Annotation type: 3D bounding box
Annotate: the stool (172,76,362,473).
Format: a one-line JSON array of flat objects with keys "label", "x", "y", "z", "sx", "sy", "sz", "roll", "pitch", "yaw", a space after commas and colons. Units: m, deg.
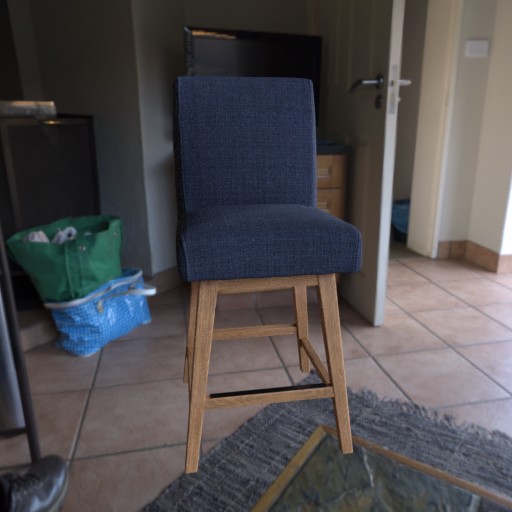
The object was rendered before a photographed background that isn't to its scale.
[{"label": "stool", "x": 0.000, "y": 0.000, "z": 1.285, "sx": 0.459, "sy": 1.010, "sz": 0.526, "roll": -3, "pitch": 17, "yaw": -9}]
